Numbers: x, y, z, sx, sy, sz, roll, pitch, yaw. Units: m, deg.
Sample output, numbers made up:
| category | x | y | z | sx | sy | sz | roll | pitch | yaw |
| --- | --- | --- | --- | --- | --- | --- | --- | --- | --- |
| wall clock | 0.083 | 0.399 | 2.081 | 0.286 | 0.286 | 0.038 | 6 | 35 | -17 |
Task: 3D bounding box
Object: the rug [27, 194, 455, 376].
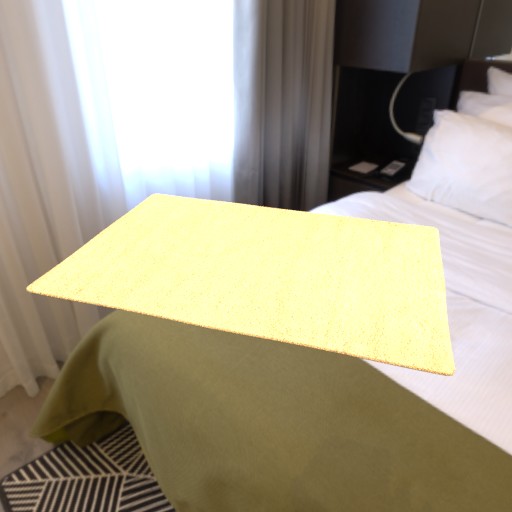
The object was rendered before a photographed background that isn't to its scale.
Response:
| category | x | y | z | sx | sy | sz | roll | pitch | yaw |
| --- | --- | --- | --- | --- | --- | --- | --- | --- | --- |
| rug | 0.000 | 0.000 | 3.372 | 2.698 | 0.025 | 1.798 | 9 | 31 | 15 |
